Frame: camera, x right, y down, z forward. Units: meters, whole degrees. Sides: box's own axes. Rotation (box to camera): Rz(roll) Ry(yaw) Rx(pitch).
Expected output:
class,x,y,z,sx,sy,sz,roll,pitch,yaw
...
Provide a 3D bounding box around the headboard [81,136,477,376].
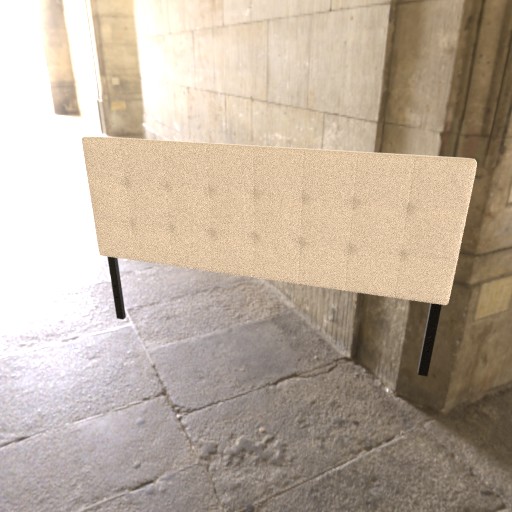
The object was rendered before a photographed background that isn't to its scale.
class,x,y,z,sx,sy,sz,roll,pitch,yaw
headboard,0.000,0.000,2.867,2.362,1.410,0.120,7,25,16
